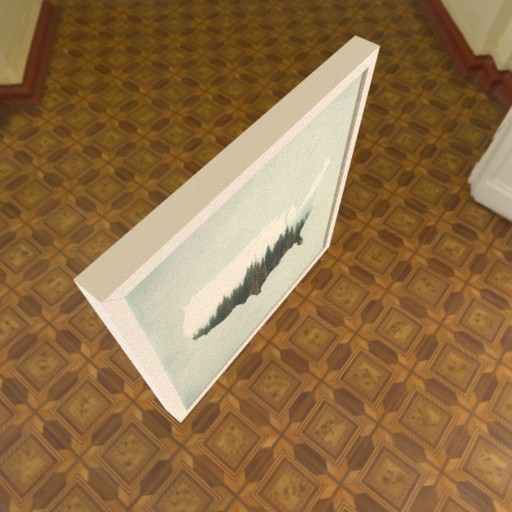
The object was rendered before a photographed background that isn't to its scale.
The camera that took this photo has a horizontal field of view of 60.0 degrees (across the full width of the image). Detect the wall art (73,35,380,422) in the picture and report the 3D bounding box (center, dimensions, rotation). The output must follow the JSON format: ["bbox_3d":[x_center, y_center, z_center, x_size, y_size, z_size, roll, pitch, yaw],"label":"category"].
[{"bbox_3d":[0.000,0.000,0.735,0.040,0.509,0.509,34,64,19],"label":"wall art"}]
